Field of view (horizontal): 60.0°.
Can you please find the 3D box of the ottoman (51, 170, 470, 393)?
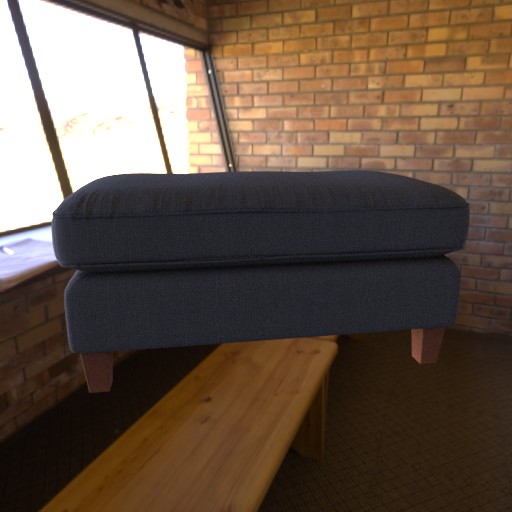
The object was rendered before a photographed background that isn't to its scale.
[{"bbox_3d":[0.000,0.000,1.187,0.885,0.438,0.570,-2,16,-9],"label":"ottoman"}]
